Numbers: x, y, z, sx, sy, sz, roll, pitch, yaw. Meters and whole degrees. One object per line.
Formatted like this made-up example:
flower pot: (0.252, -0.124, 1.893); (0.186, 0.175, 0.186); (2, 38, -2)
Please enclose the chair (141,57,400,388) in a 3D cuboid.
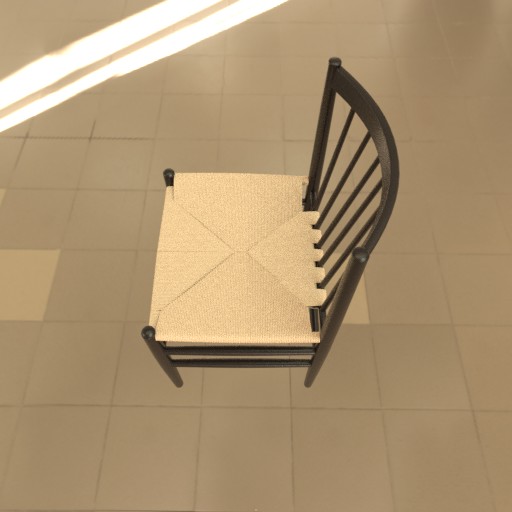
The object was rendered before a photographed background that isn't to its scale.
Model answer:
chair: (0.000, 0.000, 1.150); (0.516, 0.818, 0.495); (0, 60, 0)
